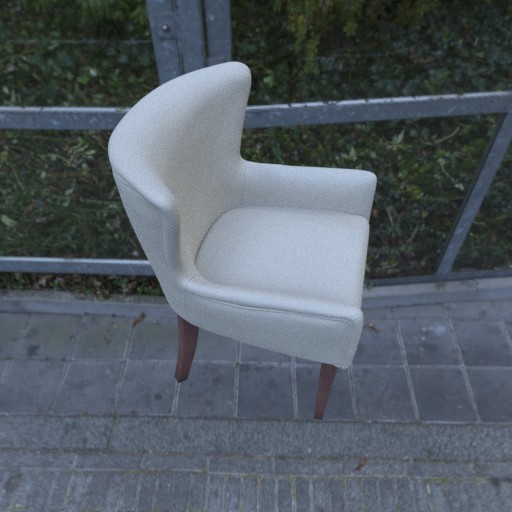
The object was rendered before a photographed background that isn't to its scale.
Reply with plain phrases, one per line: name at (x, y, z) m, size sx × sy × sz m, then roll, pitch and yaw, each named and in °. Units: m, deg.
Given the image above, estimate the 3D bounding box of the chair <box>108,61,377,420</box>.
chair at (0.000, 0.000, 1.418) m, size 0.686 × 0.952 × 0.660 m, roll 10°, pitch 48°, yaw 10°
